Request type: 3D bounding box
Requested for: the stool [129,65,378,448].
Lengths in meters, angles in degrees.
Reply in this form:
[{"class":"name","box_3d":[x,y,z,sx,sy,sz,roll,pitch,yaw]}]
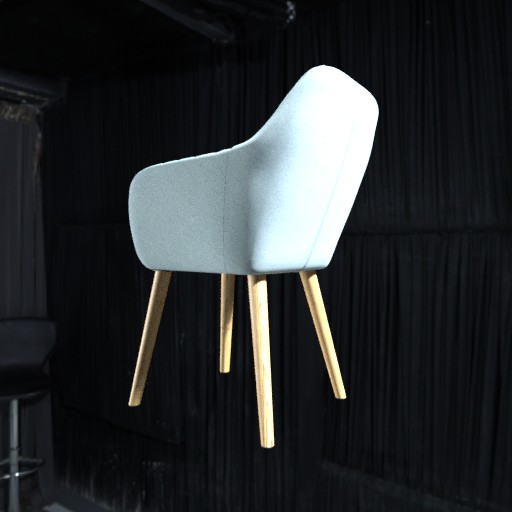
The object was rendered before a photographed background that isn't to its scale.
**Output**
[{"class":"stool","box_3d":[0.000,0.000,1.217,0.590,0.830,0.503,1,2,35]}]
